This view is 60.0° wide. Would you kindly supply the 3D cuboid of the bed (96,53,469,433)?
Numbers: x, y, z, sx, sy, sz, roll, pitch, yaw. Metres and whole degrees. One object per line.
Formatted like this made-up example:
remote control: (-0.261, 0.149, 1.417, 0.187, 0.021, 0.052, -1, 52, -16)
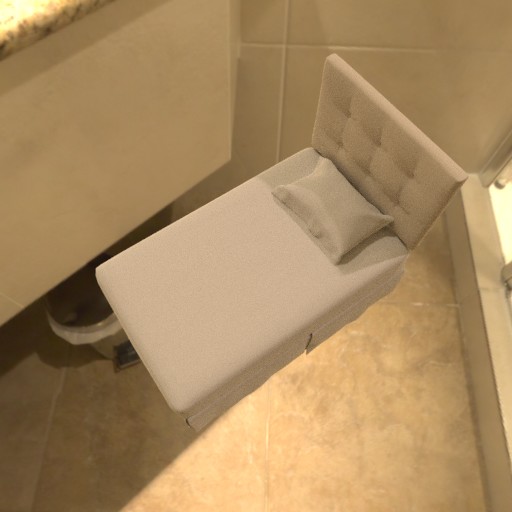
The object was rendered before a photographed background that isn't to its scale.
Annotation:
bed: (0.000, 0.000, 2.994, 1.997, 1.571, 1.261, -32, 68, -14)
